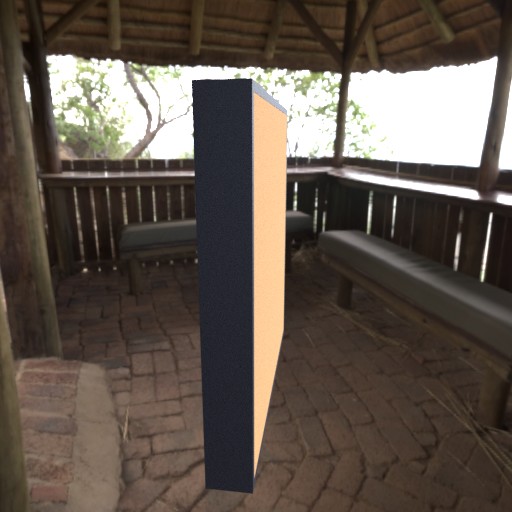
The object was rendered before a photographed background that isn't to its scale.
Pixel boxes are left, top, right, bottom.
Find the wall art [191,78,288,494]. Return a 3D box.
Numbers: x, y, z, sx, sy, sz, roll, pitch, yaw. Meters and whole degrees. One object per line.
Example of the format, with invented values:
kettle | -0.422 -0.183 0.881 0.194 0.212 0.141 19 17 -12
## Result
wall art | 0.000 0.000 0.456 0.038 0.304 0.304 2 15 8
